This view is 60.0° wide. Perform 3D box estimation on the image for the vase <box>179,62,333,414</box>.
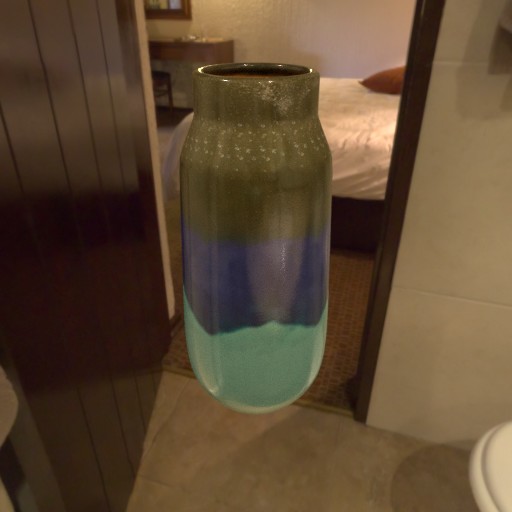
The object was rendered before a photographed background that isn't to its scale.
[{"bbox_3d":[0.000,0.000,0.400,0.139,0.313,0.139,0,30,0],"label":"vase"}]
